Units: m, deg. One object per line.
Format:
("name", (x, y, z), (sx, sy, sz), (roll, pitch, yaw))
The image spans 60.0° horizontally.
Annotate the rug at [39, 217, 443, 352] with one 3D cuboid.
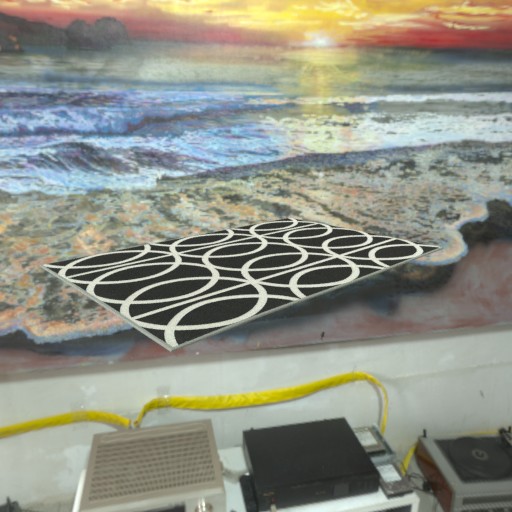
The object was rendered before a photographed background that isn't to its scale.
("rug", (0.000, 0.000, 2.981), (2.290, 0.014, 1.526), (-14, 21, -41))
